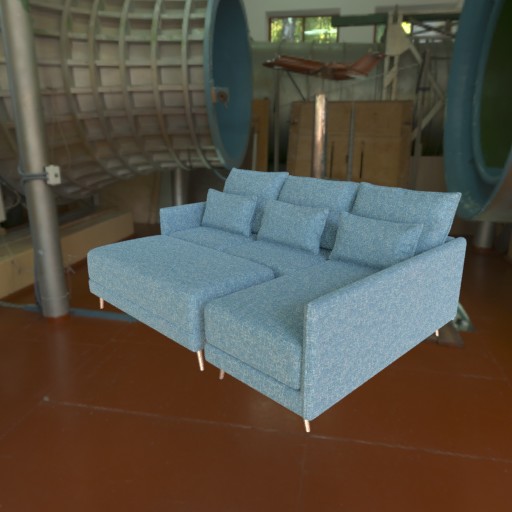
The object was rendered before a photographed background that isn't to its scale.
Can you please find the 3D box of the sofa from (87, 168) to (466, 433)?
[{"bbox_3d":[0.000,0.000,2.811,1.420,0.899,2.034,-16,23,-42],"label":"sofa"}]
